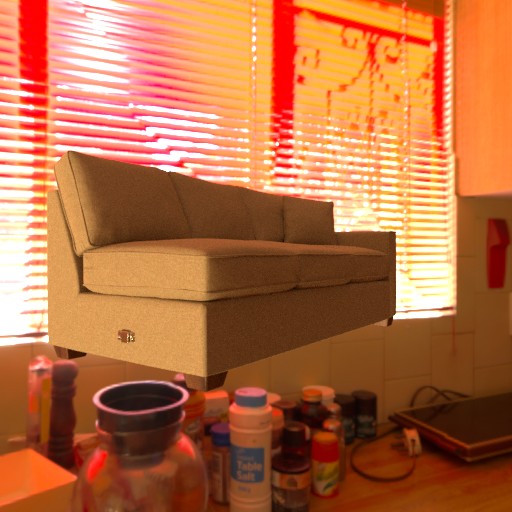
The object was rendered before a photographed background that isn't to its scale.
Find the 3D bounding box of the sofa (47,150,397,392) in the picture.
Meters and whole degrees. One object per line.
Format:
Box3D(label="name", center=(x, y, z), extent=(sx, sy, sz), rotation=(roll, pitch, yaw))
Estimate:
Box3D(label="sofa", center=(0.000, 0.000, 2.538), extent=(1.034, 0.946, 1.963), rotation=(0, 0, 36))
